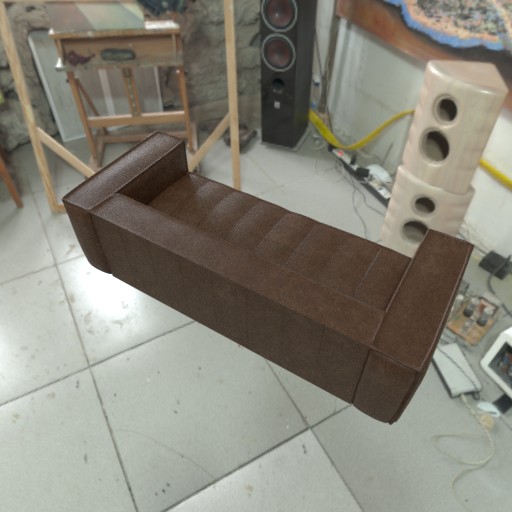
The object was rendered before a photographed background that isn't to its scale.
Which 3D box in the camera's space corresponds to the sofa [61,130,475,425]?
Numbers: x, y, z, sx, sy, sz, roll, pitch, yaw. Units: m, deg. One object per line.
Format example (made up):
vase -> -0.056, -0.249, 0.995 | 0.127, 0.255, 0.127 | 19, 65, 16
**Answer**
sofa -> 0.000, 0.000, 3.133 | 2.581, 0.701, 1.102 | 24, 51, 21
